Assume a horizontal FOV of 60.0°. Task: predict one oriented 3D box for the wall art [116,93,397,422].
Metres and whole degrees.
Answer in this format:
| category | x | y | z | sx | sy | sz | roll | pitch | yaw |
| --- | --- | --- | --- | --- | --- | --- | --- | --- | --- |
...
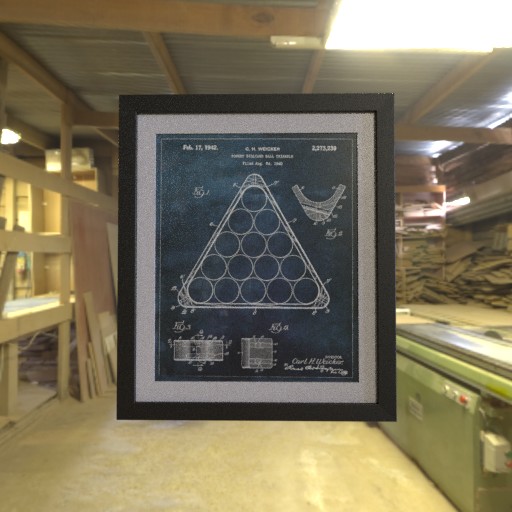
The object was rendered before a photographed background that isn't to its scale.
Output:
| category | x | y | z | sx | sy | sz | roll | pitch | yaw |
| --- | --- | --- | --- | --- | --- | --- | --- | --- | --- |
| wall art | 0.000 | 0.000 | 0.700 | 0.432 | 0.508 | 0.025 | 0 | -1 | 1 |
